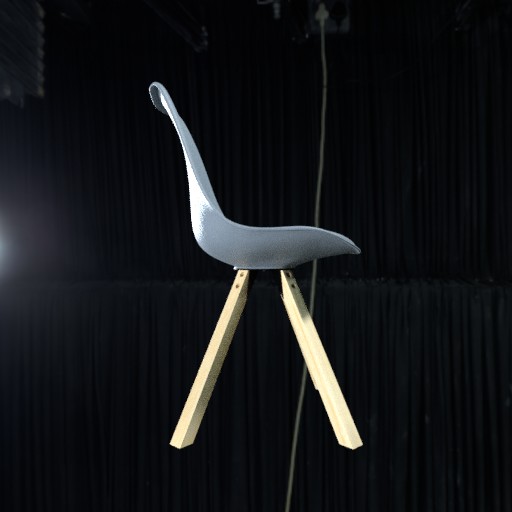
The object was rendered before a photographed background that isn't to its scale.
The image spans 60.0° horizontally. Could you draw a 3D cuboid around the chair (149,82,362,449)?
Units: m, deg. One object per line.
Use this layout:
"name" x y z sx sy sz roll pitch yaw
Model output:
"chair" 0.000 0.000 1.200 0.549 0.850 0.485 0 0 0
